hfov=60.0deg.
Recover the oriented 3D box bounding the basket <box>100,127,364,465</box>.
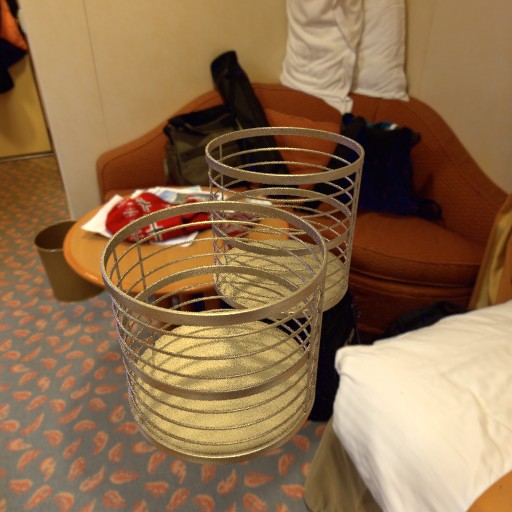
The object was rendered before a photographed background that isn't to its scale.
[{"bbox_3d":[0.000,0.000,0.932,0.356,0.351,0.746,10,32,16],"label":"basket"}]
